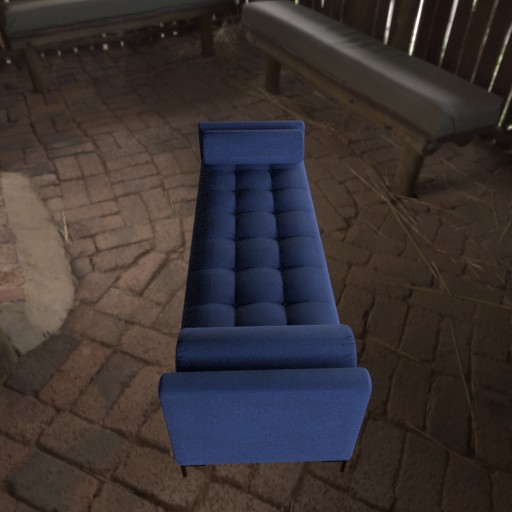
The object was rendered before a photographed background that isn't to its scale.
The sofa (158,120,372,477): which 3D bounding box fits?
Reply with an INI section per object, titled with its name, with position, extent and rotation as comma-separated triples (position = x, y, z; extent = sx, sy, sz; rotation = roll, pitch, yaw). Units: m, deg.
[sofa]
position = 0.000, 0.000, 2.329
extent = 0.686, 0.635, 1.981
rotation = -1, 41, -1
